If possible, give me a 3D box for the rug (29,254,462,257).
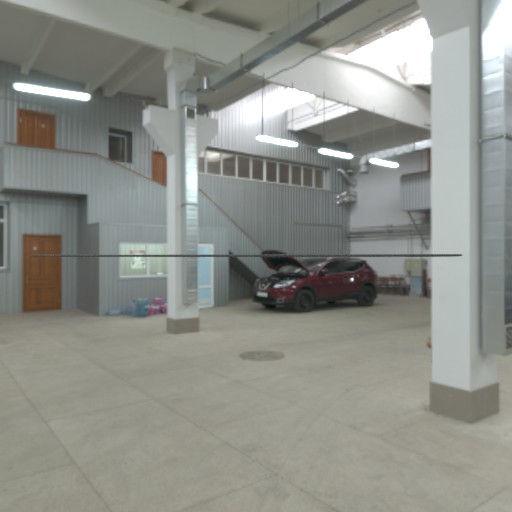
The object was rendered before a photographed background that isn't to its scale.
[{"bbox_3d":[0.000,0.000,3.117,2.476,0.011,1.554,0,0,18],"label":"rug"}]
